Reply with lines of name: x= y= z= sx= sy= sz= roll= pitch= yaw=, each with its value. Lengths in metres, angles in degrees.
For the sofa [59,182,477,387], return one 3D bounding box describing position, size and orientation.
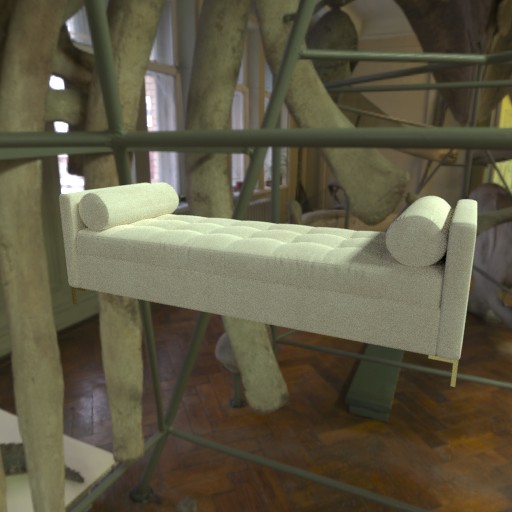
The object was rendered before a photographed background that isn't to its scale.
sofa: x=0.000 y=0.000 z=2.274 sx=1.981 sy=0.635 sz=0.686 roll=7 pitch=16 yaw=25
